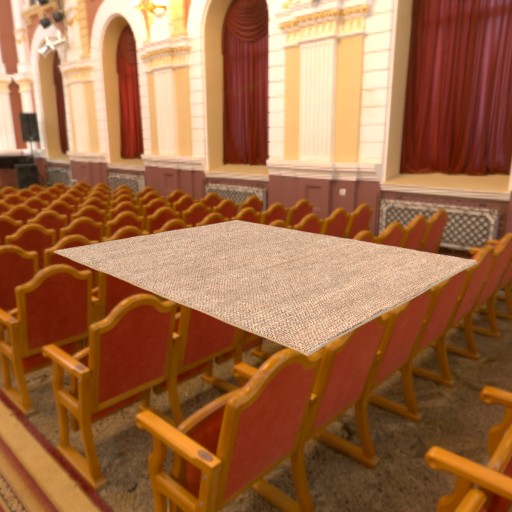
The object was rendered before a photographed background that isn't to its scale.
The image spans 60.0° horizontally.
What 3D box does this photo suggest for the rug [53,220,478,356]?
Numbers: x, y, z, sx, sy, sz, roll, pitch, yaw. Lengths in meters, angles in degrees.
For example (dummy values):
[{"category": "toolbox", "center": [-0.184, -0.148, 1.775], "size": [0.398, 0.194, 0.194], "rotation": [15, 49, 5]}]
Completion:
[{"category": "rug", "center": [0.000, 0.000, 4.039], "size": [3.052, 0.030, 2.429], "rotation": [13, 20, 42]}]
